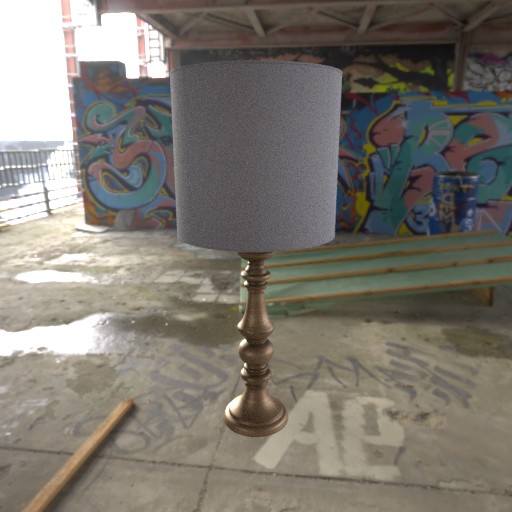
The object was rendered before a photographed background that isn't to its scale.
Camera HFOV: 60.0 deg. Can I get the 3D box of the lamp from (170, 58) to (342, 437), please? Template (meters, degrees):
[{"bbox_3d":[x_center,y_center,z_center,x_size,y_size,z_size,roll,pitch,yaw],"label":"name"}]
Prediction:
[{"bbox_3d":[0.000,0.000,0.723,0.250,0.597,0.250,8,16,27],"label":"lamp"}]
